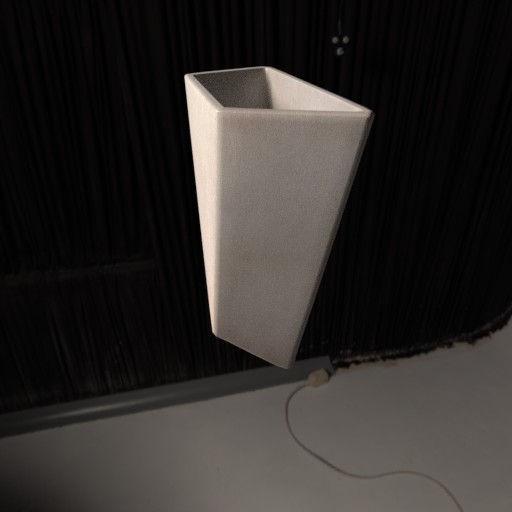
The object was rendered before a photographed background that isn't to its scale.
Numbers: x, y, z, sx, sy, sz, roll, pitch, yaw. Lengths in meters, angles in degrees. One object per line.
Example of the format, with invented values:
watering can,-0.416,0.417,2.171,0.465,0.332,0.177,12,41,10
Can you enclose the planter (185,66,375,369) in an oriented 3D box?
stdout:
planter,0.000,0.000,0.272,0.060,0.197,0.150,-7,31,-13
